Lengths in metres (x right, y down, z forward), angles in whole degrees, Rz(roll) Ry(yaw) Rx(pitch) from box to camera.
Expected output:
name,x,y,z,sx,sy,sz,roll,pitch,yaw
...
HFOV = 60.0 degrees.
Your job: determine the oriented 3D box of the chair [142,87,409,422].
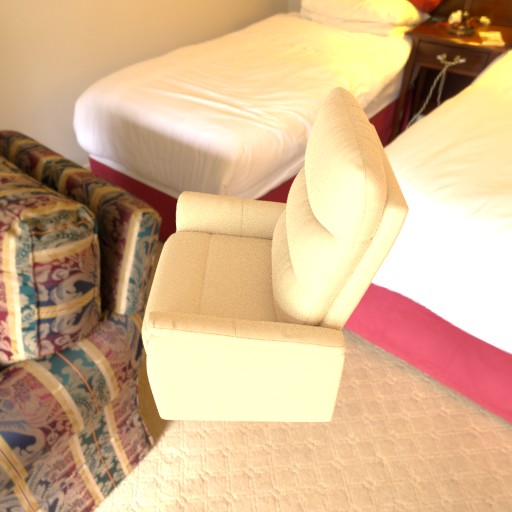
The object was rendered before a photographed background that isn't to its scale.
name,x,y,z,sx,sy,sz,roll,pitch,yaw
chair,0.000,0.000,1.647,0.831,1.082,0.775,1,41,1
